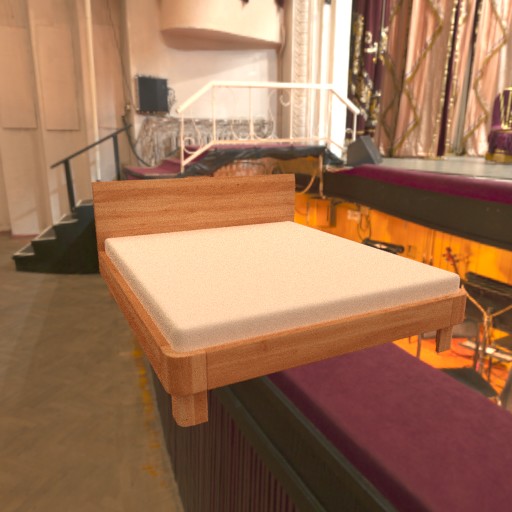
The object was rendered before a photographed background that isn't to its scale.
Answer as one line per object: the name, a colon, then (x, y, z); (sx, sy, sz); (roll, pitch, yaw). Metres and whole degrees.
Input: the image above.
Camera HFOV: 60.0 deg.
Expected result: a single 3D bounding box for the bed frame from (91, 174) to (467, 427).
bed frame: (0.000, 0.000, 3.139); (1.872, 0.940, 2.092); (-7, 17, -26)
